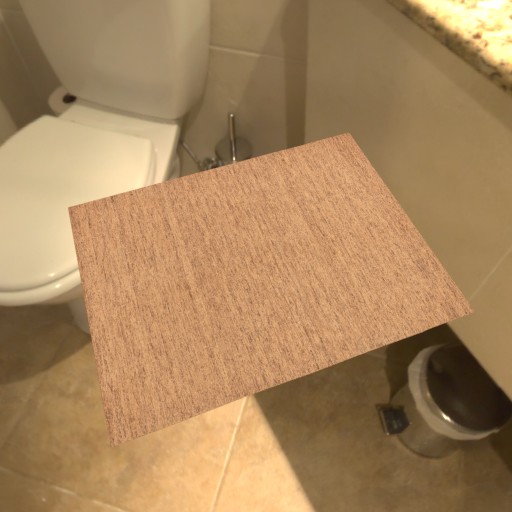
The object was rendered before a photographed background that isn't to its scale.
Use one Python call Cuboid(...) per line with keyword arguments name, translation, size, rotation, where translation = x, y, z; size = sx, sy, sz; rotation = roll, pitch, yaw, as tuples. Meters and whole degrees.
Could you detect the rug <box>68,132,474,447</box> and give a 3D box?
Cuboid(name="rug", translation=(0.000, 0.000, 4.223), size=(3.205, 0.013, 2.448), rotation=(-17, 59, -11))
